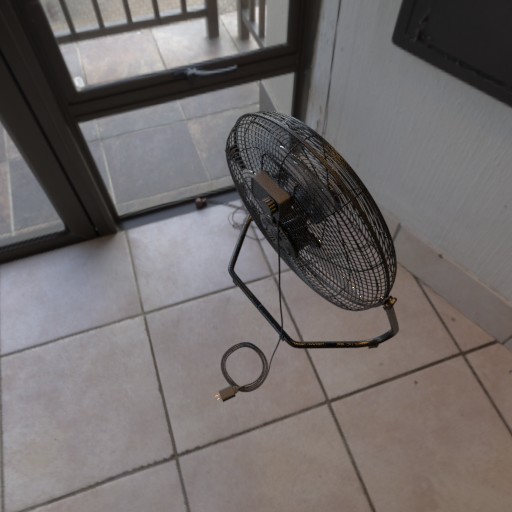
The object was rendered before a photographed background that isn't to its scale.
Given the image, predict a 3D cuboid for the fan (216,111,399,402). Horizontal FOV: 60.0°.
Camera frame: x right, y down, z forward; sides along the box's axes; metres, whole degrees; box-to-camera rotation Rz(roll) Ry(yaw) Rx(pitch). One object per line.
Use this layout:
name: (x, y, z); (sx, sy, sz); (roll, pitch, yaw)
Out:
fan: (0.000, 0.000, 0.930); (0.424, 0.546, 0.555); (-33, 64, -19)
